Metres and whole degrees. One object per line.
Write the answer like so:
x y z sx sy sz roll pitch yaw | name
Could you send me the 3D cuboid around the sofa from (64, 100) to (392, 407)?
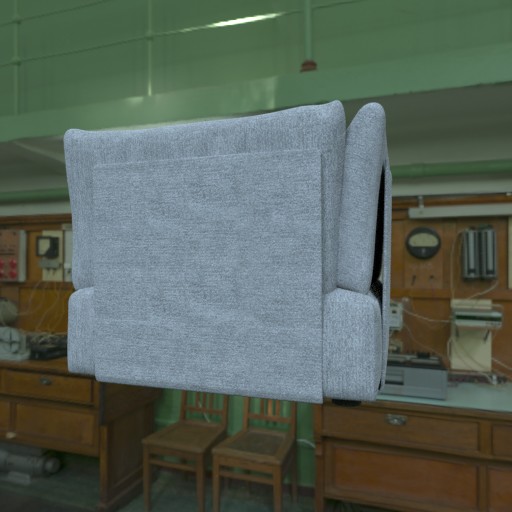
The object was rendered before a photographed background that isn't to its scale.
0.000 0.000 1.721 1.000 0.820 1.000 0 0 18 | sofa
